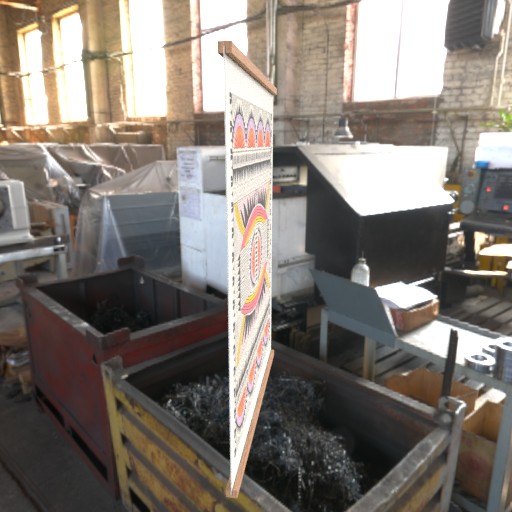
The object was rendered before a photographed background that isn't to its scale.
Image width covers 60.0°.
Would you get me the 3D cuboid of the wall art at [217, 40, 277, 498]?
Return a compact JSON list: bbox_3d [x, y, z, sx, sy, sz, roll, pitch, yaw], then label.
[{"bbox_3d":[0.000,0.000,1.311,0.028,1.016,0.765,2,14,9],"label":"wall art"}]
